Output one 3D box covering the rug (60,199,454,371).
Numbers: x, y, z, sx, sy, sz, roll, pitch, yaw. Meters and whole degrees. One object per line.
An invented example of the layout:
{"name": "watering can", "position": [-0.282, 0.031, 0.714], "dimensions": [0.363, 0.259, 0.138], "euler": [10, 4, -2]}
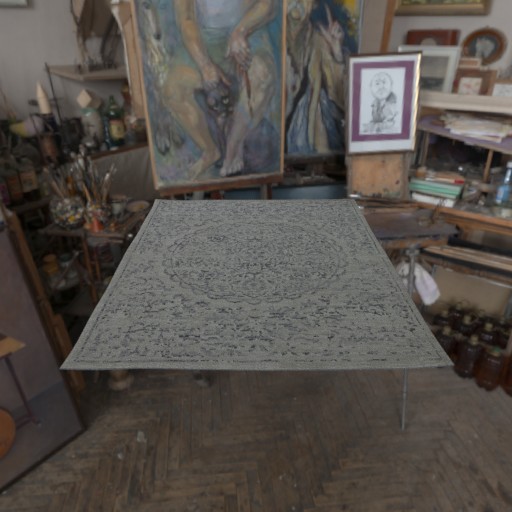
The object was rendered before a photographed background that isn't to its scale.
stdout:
{"name": "rug", "position": [0.000, 0.000, 3.919], "dimensions": [2.343, 0.026, 2.925], "euler": [0, 27, 0]}
